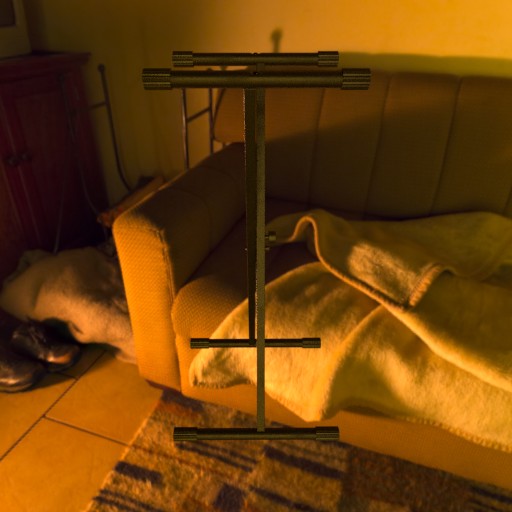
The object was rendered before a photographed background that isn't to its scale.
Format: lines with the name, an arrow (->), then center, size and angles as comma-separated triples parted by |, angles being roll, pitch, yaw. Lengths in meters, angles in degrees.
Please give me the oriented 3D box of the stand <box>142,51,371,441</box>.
stand -> 0.000, 0.000, 1.148 | 0.449, 0.940, 0.409 | 0, 30, 0
